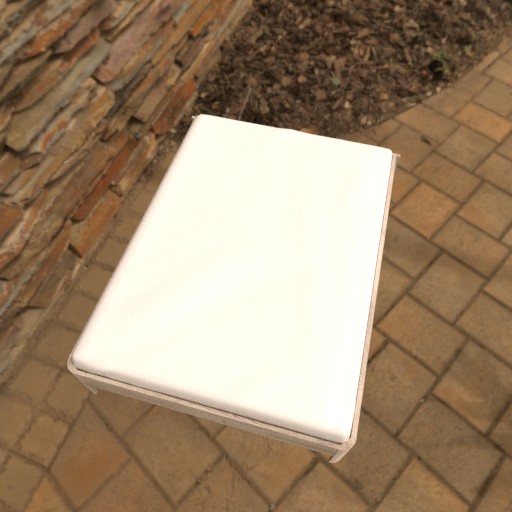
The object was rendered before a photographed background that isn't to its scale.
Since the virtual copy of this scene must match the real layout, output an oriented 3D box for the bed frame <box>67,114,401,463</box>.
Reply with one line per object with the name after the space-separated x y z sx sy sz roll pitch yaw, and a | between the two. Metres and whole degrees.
0.000 0.000 2.688 1.490 0.462 1.950 13 58 8 | bed frame
